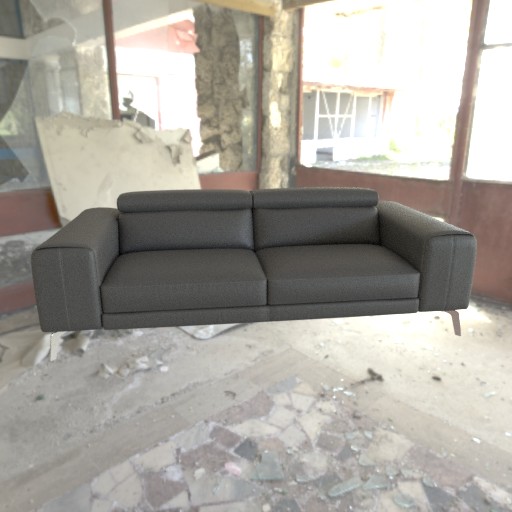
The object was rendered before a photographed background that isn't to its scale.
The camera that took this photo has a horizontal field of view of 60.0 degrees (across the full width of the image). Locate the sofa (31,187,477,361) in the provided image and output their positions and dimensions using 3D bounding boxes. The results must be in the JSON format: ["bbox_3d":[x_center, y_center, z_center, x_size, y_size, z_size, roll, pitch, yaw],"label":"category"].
[{"bbox_3d":[0.000,0.000,2.775,2.321,0.759,1.023,-2,17,-7],"label":"sofa"}]
